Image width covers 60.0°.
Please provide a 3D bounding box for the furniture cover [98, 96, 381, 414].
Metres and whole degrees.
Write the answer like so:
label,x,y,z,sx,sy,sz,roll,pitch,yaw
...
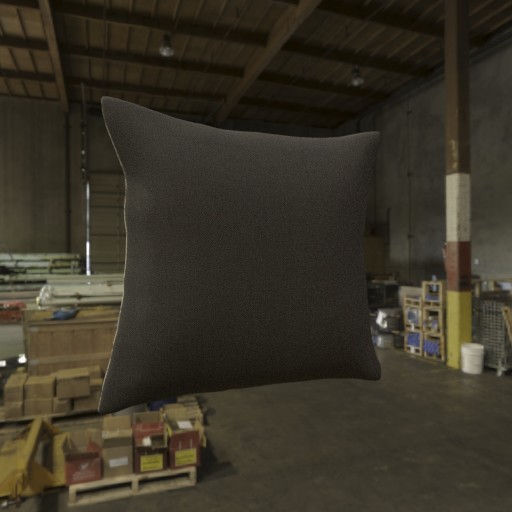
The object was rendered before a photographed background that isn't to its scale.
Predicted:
label,x,y,z,sx,sy,sz,roll,pitch,yaw
furniture cover,0.000,0.000,0.783,0.525,0.498,0.180,0,0,-20
